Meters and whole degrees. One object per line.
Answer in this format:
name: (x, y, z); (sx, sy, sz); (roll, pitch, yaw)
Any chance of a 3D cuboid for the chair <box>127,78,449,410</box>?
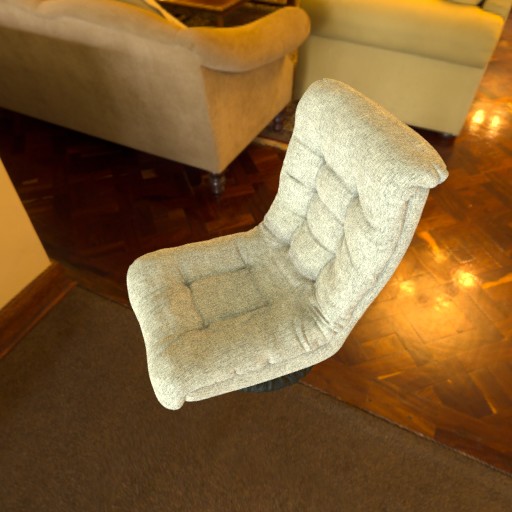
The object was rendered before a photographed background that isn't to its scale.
chair: (0.000, 0.000, 0.984); (0.583, 0.600, 0.400); (-17, 48, -16)
